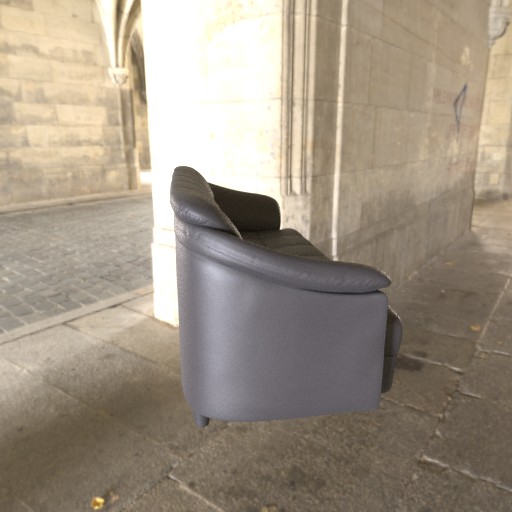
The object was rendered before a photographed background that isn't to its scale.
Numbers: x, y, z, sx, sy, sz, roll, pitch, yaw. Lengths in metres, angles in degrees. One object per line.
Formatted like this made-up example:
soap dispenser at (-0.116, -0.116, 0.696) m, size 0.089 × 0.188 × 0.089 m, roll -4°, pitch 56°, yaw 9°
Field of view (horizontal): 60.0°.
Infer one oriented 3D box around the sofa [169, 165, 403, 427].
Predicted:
sofa at (0.000, 0.000, 2.212) m, size 0.800 × 0.811 × 1.829 m, roll -3°, pitch 15°, yaw -9°
